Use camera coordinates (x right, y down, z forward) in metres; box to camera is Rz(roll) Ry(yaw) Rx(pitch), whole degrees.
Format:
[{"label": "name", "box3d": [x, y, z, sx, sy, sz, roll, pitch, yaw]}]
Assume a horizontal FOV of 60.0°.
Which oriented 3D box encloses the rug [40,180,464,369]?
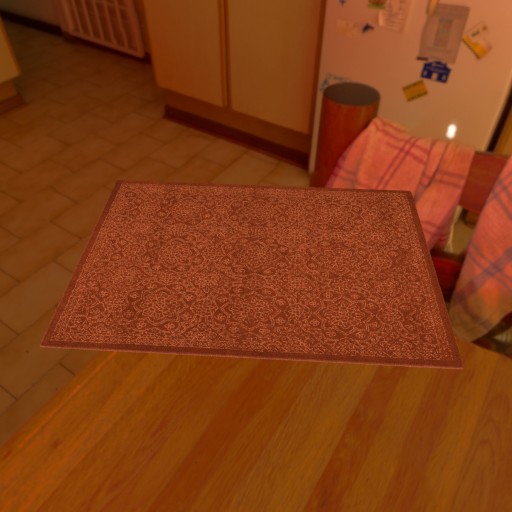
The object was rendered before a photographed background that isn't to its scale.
[{"label": "rug", "box3d": [0.000, 0.000, 2.325, 1.829, 0.010, 1.219, 2, 46, 2]}]
